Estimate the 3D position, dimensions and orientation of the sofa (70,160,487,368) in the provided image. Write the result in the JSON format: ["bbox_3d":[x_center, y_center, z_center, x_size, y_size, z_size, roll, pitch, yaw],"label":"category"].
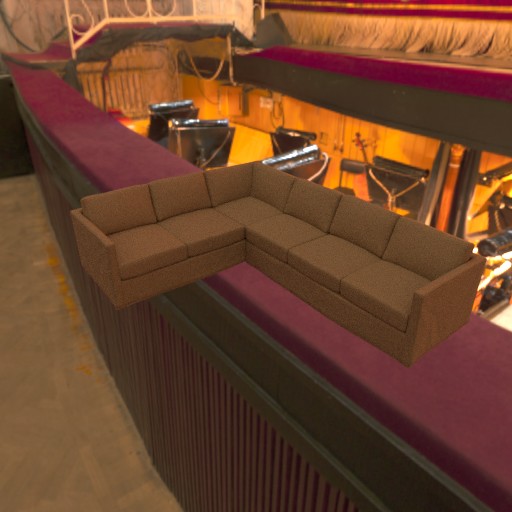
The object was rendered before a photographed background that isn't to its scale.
[{"bbox_3d":[0.000,0.000,4.243,2.432,0.871,3.182,-20,35,-33],"label":"sofa"}]
